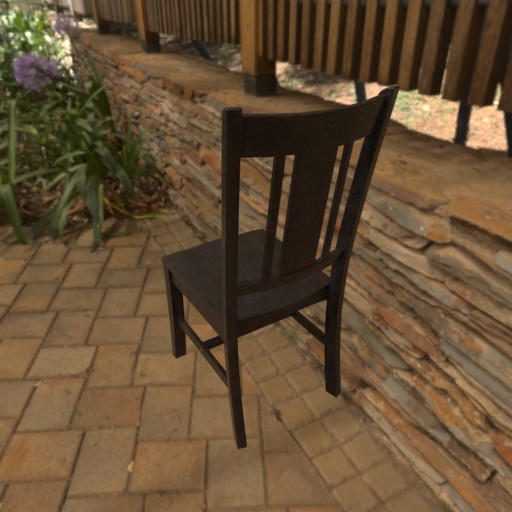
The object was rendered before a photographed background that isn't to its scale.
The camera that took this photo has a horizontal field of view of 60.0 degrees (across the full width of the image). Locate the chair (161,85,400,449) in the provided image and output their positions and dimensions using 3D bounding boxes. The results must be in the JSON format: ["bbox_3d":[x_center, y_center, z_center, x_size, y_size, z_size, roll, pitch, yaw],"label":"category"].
[{"bbox_3d":[0.000,0.000,1.333,0.450,0.998,0.555,-18,34,-28],"label":"chair"}]
